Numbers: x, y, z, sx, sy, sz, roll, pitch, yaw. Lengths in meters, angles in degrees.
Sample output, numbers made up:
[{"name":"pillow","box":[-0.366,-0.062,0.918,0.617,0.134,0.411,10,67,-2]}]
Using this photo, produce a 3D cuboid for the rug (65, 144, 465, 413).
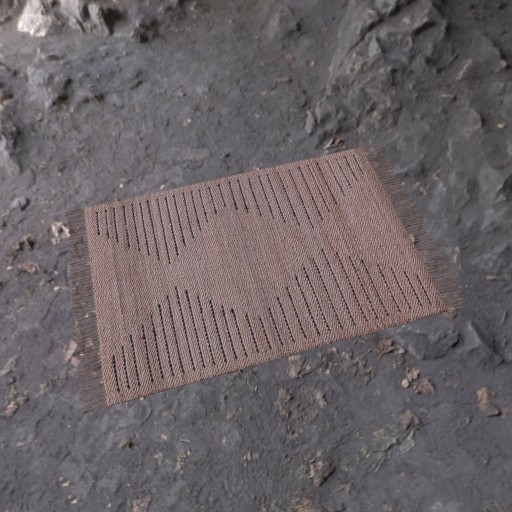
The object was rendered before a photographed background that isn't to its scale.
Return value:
[{"name":"rug","box":[0.000,0.000,2.549,2.085,0.027,1.224,-14,61,-8]}]
